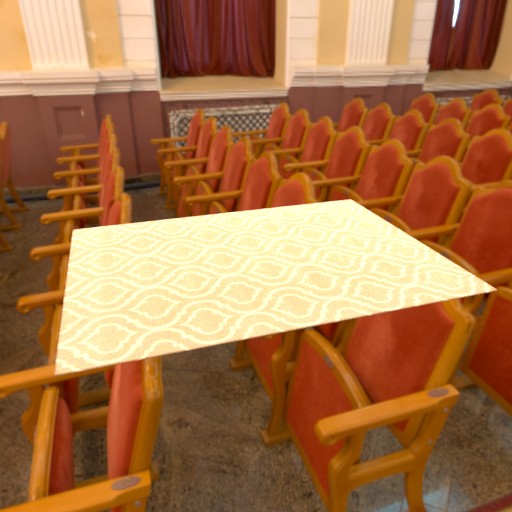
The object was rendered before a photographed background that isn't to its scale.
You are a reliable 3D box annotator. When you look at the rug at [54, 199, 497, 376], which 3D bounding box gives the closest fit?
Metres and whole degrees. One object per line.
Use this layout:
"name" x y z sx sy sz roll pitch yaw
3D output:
"rug" 0.000 0.000 4.186 3.353 0.010 2.438 -8 27 -16
